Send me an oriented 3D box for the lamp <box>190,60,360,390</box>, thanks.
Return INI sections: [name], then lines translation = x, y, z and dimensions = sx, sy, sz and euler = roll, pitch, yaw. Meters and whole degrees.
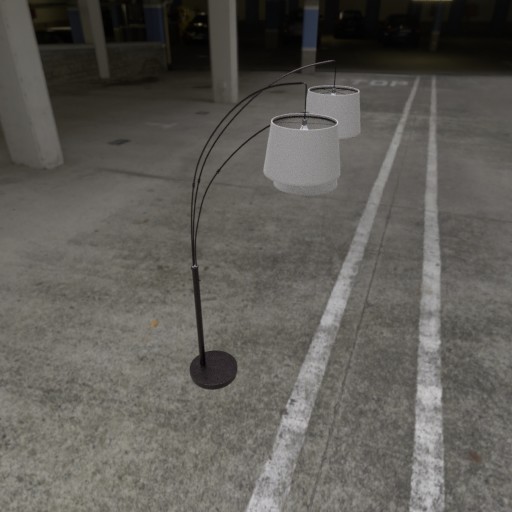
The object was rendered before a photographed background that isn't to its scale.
[lamp]
translation = 0.000, 0.000, 2.456
dimensions = 0.924, 1.950, 0.951
euler = 10, 32, 17
